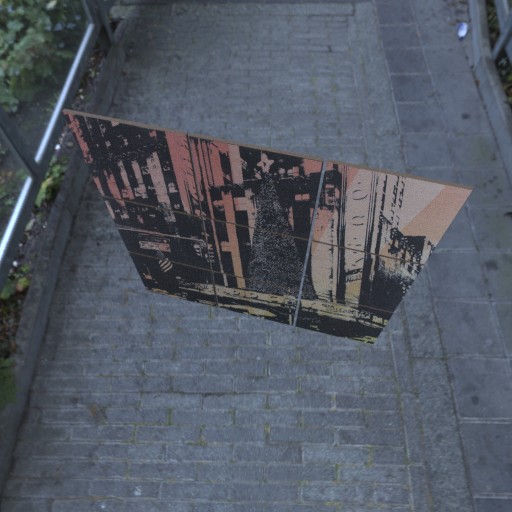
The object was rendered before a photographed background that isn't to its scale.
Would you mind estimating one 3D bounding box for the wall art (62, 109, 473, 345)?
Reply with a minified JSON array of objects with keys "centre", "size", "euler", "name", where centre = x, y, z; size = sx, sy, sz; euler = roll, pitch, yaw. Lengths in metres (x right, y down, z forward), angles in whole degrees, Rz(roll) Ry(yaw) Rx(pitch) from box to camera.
[{"centre":[0.000,0.000,1.793],"size":[1.216,1.216,0.013],"euler":[13,60,7],"name":"wall art"}]
